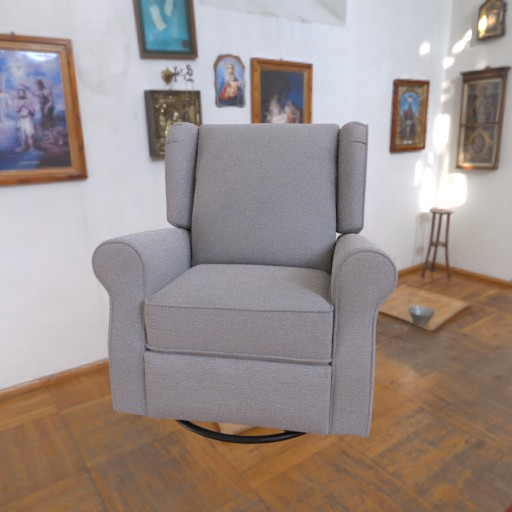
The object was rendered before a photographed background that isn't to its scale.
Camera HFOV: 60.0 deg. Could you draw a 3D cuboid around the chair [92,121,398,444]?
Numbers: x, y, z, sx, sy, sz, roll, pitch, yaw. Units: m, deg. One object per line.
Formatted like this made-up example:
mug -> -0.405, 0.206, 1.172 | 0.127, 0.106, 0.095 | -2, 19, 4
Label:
chair -> 0.000, 0.000, 1.634 | 0.906, 0.966, 0.854 | 2, 15, 9
